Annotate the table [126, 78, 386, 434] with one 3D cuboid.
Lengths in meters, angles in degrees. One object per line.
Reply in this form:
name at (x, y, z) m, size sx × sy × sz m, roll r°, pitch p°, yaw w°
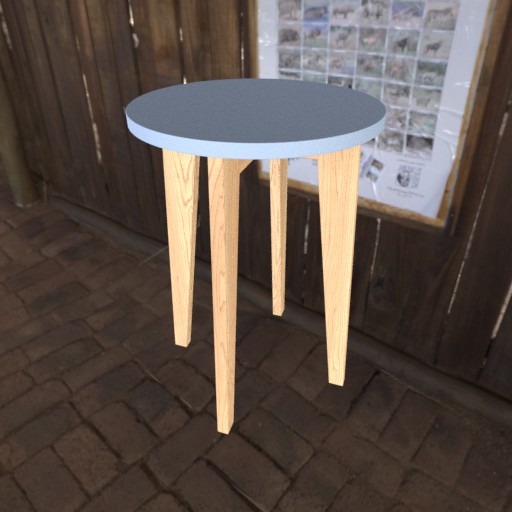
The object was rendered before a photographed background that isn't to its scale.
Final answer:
table at (0.000, 0.000, 0.746) m, size 0.350 × 0.500 × 0.350 m, roll 0°, pitch 32°, yaw 0°
